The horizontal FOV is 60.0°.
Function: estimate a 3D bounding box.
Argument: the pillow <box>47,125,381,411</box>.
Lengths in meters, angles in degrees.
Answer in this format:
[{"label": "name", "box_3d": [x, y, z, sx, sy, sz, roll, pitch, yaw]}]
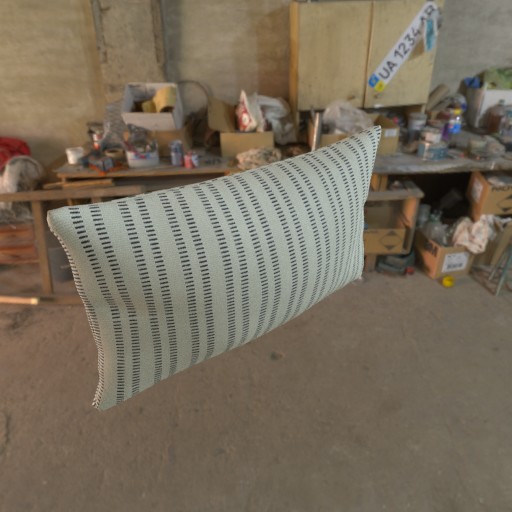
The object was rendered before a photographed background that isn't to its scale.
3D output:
[{"label": "pillow", "box_3d": [0.000, 0.000, 0.780, 0.640, 0.353, 0.210, -22, 38, -32]}]
